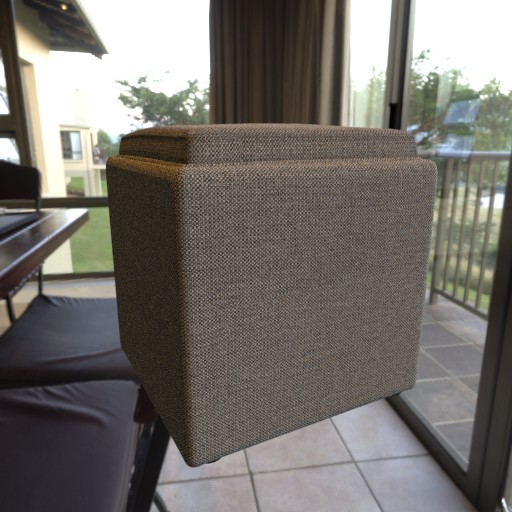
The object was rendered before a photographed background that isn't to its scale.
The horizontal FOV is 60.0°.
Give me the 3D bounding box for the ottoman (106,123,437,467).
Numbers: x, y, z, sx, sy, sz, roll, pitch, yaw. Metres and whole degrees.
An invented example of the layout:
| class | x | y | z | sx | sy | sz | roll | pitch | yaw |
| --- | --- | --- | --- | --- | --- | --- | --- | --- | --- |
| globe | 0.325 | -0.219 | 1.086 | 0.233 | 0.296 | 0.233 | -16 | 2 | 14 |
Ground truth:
| class | x | y | z | sx | sy | sz | roll | pitch | yaw |
| --- | --- | --- | --- | --- | --- | --- | --- | --- | --- |
| ottoman | 0.000 | 0.000 | 0.846 | 0.454 | 0.487 | 0.436 | -8 | 17 | -28 |
